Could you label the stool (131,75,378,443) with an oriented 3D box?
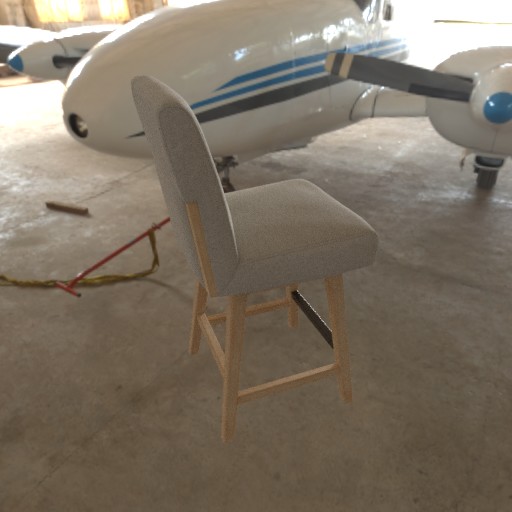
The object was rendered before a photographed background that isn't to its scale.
[{"bbox_3d":[0.000,0.000,1.443,0.606,1.085,0.507,-11,32,-18],"label":"stool"}]
